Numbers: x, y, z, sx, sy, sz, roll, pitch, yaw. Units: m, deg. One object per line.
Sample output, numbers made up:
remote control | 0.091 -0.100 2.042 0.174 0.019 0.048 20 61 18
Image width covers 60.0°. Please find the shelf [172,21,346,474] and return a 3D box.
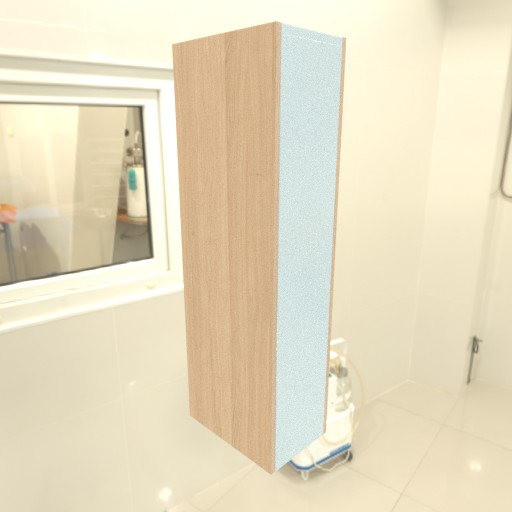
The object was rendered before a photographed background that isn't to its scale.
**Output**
shelf | 0.000 0.000 0.996 0.197 0.882 0.290 -16 22 -43
